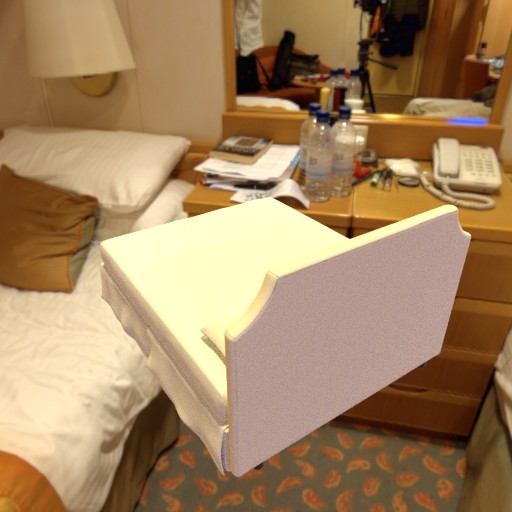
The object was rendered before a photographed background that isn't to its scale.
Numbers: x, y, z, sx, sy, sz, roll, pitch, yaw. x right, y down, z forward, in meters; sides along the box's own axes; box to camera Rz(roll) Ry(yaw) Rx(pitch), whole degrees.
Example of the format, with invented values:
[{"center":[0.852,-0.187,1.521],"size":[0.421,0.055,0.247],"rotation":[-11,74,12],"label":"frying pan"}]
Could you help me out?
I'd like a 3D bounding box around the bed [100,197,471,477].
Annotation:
[{"center":[0.000,0.000,4.147],"size":[2.350,1.590,2.773],"rotation":[-19,35,-29],"label":"bed"}]
